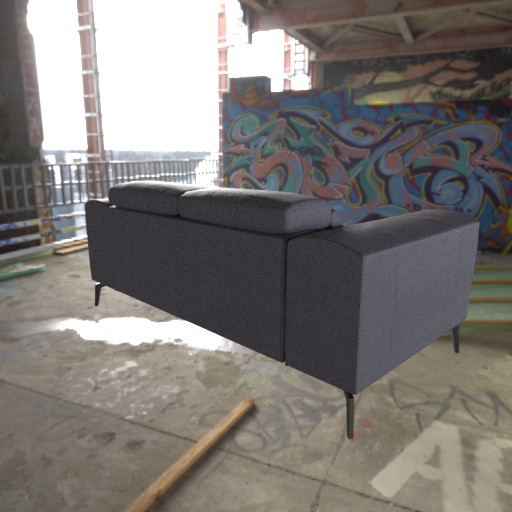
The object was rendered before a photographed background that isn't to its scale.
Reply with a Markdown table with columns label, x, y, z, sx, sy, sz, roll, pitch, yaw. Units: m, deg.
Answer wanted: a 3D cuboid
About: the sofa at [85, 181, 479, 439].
| label | x | y | z | sx | sy | sz | roll | pitch | yaw |
| --- | --- | --- | --- | --- | --- | --- | --- | --- | --- |
| sofa | 0.000 | 0.000 | 2.339 | 1.895 | 0.779 | 1.003 | 13 | 19 | 43 |
